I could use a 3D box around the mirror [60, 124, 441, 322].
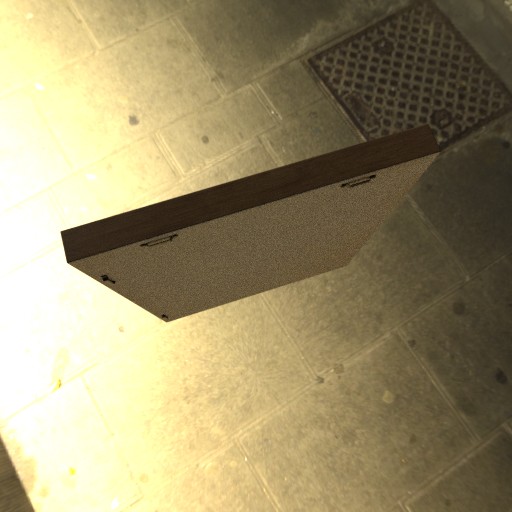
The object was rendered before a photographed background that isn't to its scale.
[{"bbox_3d":[0.000,0.000,0.705,0.405,0.508,0.041,-17,76,-5],"label":"mirror"}]
